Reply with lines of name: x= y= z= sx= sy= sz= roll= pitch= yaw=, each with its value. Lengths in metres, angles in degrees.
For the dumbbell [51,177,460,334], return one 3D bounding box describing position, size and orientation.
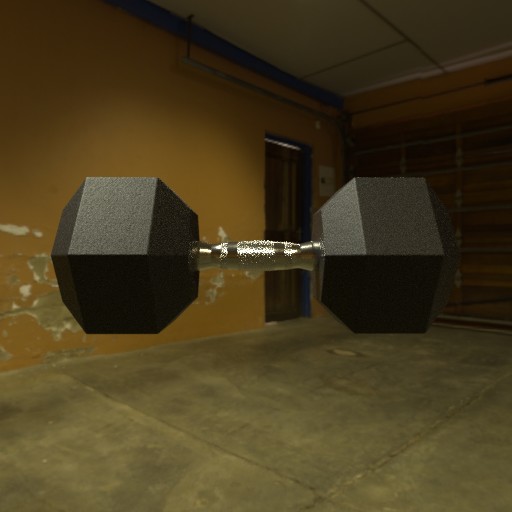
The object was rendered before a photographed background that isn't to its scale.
dumbbell: x=0.000 y=0.000 z=0.467 sx=0.384 sy=0.150 sz=0.173 roll=0 pitch=0 yaw=-1
